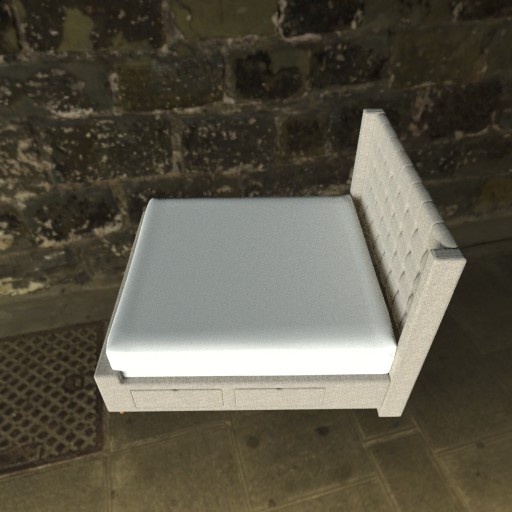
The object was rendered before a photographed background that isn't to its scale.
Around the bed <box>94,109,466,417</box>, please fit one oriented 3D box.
[{"bbox_3d":[0.000,0.000,3.798,2.372,1.748,2.044,-1,41,-1],"label":"bed"}]
